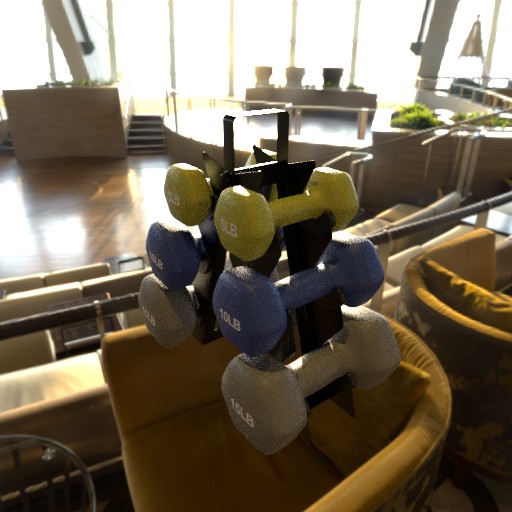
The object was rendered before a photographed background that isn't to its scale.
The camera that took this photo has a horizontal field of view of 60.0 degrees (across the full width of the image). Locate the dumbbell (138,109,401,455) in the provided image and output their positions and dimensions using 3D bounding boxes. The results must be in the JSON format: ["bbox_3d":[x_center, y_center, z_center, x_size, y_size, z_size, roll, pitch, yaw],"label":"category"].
[{"bbox_3d":[0.000,0.000,0.684,0.261,0.426,0.416,-18,31,-33],"label":"dumbbell"}]
